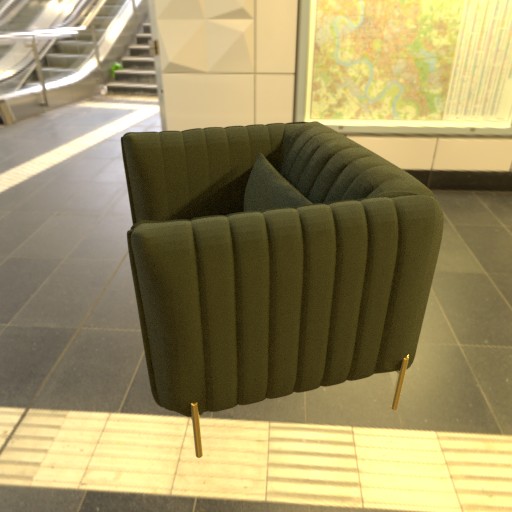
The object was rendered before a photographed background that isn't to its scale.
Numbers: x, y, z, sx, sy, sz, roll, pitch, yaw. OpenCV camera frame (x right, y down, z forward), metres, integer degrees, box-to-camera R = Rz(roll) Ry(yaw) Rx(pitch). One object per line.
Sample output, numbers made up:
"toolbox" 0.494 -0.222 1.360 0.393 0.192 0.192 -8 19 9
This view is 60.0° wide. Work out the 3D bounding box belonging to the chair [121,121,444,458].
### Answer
"chair" 0.000 0.000 1.677 0.877 0.794 1.032 -8 31 -14
